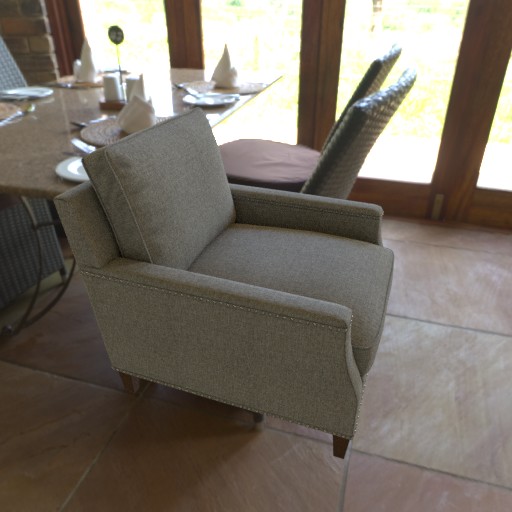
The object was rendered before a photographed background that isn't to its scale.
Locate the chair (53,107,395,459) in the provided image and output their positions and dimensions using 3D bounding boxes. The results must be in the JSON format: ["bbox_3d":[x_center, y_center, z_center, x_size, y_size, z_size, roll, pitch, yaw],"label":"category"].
[{"bbox_3d":[0.000,0.000,1.697,1.014,0.943,0.853,10,32,17],"label":"chair"}]
